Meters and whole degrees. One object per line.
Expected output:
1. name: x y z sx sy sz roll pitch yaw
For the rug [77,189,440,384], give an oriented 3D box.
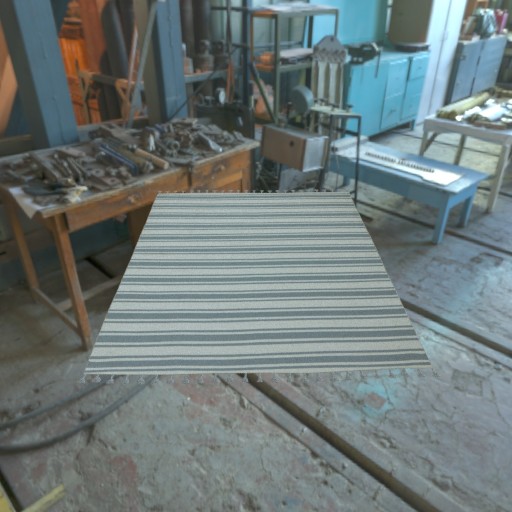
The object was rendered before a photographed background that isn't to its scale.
1. rug: 0.000 0.000 4.302 2.439 0.005 3.201 -1 32 -1
